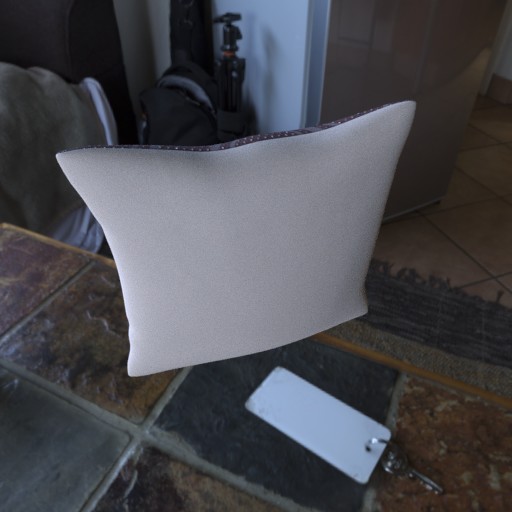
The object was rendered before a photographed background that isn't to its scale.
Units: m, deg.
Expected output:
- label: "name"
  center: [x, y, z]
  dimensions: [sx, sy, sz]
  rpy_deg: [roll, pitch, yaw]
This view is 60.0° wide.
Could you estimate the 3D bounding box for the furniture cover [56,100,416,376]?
- label: "furniture cover"
  center: [0.000, 0.000, 0.809]
  dimensions: [0.552, 0.509, 0.193]
  rpy_deg: [-12, 43, -14]
